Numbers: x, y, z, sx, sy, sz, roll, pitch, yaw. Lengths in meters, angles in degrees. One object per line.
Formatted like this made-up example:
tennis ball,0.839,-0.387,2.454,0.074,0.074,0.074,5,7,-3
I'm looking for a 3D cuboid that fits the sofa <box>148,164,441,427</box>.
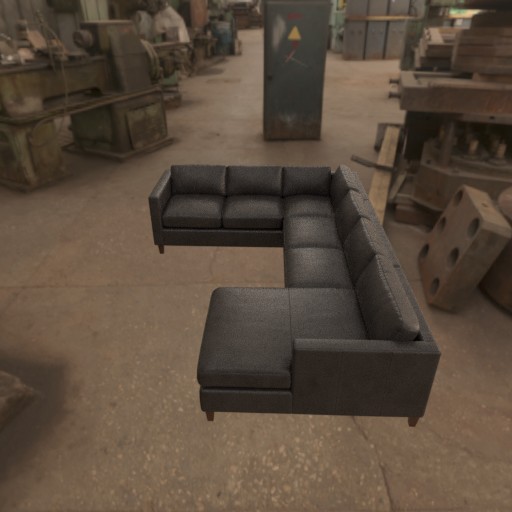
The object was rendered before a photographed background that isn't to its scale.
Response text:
sofa,0.000,0.000,4.382,2.452,0.891,3.324,1,30,2
